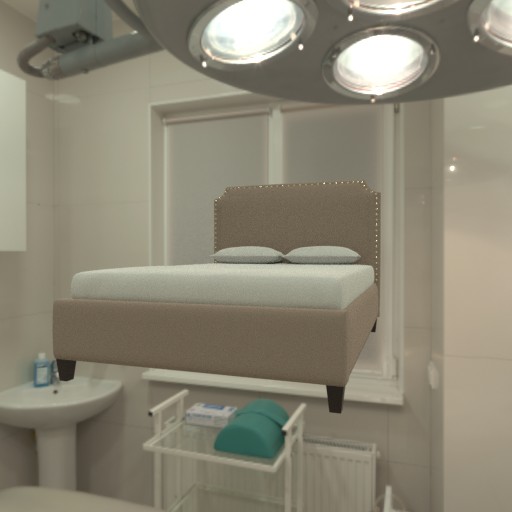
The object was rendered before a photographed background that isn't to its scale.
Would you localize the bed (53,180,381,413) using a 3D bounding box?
[{"bbox_3d":[0.000,0.000,3.397,1.713,1.443,2.372,0,0,19],"label":"bed"}]
